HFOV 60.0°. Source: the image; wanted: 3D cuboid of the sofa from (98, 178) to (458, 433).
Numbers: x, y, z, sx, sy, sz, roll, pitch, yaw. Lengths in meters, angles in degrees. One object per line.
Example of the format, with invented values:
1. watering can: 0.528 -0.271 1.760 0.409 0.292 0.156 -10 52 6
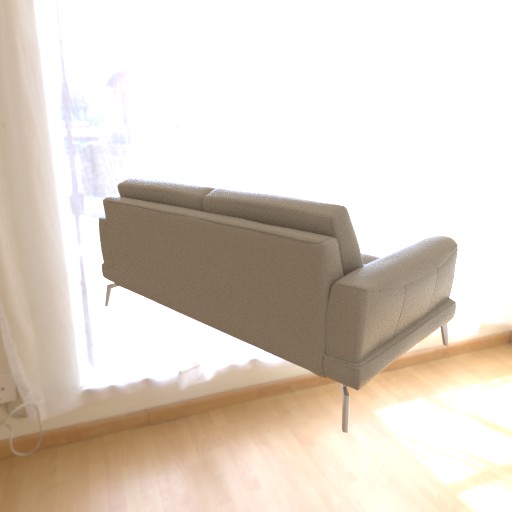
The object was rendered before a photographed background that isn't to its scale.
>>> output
1. sofa: 0.000 0.000 2.817 2.177 0.930 1.121 15 21 42
